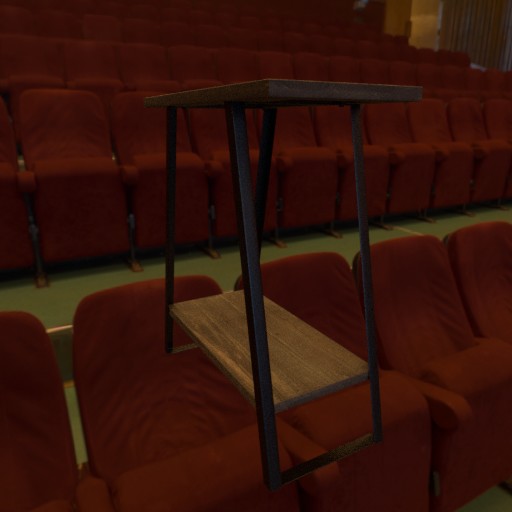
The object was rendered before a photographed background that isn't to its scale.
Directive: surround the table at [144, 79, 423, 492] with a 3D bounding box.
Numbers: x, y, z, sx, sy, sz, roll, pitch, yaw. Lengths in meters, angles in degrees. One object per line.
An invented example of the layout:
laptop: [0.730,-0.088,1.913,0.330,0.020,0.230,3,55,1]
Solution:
table: [0.000,0.000,1.016,0.300,0.701,0.599,-9,19,-28]
